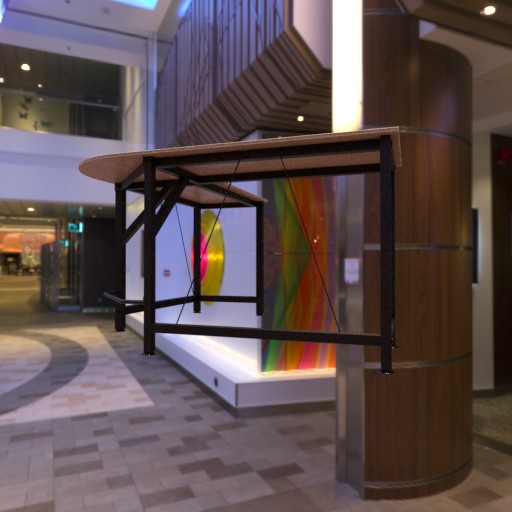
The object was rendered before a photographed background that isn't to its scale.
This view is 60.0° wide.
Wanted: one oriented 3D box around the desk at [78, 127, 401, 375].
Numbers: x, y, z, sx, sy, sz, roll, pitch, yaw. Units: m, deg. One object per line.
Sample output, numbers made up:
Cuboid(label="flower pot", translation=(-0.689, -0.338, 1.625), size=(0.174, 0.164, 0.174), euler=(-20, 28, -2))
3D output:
Cuboid(label="desk", translation=(0.000, 0.000, 2.232), size=(1.400, 0.762, 1.400), euler=(0, -1, 19))
